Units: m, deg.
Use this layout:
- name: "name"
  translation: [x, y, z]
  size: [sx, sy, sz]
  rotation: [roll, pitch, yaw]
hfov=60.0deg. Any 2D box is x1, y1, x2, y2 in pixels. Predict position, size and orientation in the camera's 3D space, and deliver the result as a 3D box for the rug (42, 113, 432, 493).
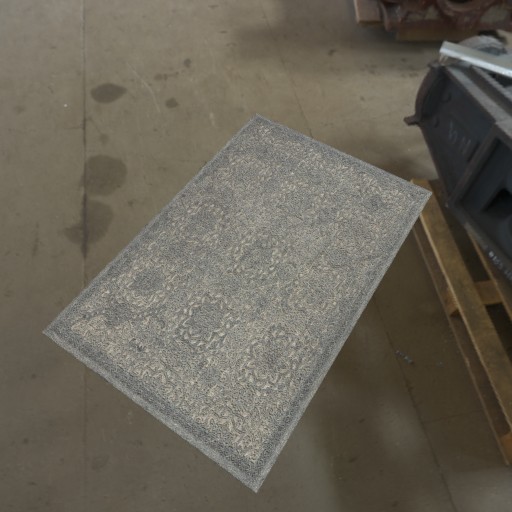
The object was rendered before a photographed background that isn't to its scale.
- name: "rug"
  translation: [0.000, 0.000, 2.307]
  size: [1.208, 0.012, 1.819]
  rotation: [29, 63, 17]
